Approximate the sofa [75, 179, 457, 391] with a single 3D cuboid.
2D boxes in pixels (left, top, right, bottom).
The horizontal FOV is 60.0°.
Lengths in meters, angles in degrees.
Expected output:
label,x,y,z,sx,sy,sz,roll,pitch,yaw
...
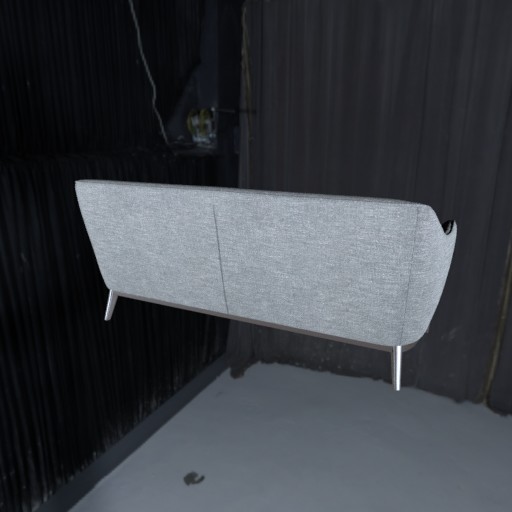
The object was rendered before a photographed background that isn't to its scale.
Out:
label,x,y,z,sx,sy,sz,roll,pitch,yaw
sofa,0.000,0.000,2.404,1.928,0.829,0.867,8,18,25
